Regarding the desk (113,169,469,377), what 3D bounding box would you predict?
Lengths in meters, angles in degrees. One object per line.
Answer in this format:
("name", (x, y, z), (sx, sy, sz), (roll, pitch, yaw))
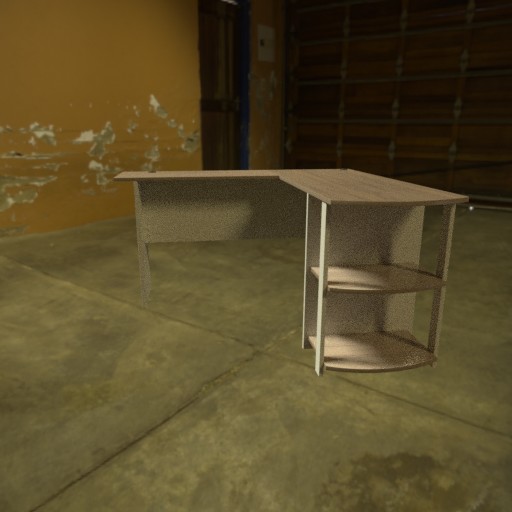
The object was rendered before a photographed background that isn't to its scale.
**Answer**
("desk", (0.000, 0.000, 2.137), (1.361, 0.716, 1.303), (-2, 16, -8))
